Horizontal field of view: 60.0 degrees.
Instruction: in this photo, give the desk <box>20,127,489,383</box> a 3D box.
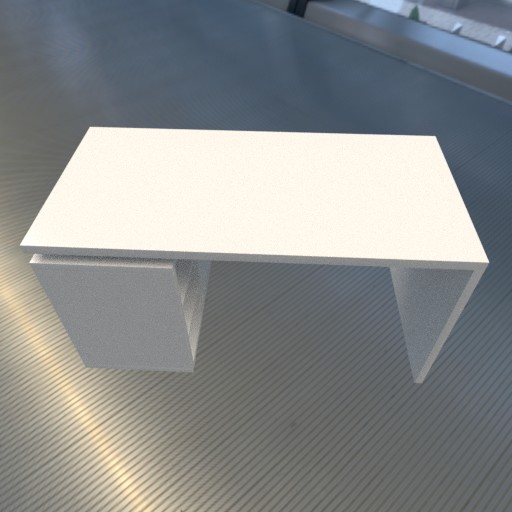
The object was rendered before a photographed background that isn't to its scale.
[{"bbox_3d":[0.000,0.000,1.824,1.400,0.740,0.690,2,46,2],"label":"desk"}]
